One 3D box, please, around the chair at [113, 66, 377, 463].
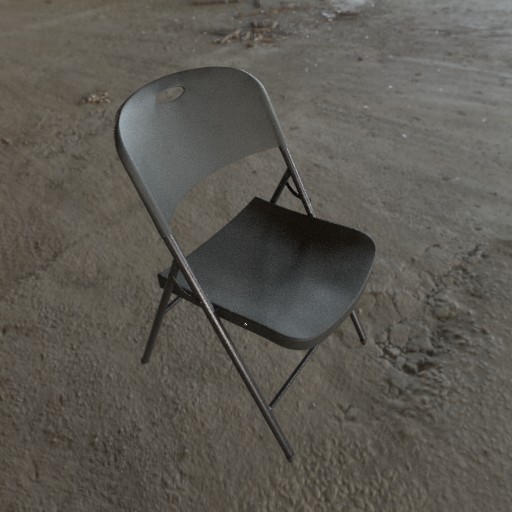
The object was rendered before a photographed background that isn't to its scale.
[{"bbox_3d":[0.000,0.000,1.162,0.567,0.810,0.494,24,46,25],"label":"chair"}]
